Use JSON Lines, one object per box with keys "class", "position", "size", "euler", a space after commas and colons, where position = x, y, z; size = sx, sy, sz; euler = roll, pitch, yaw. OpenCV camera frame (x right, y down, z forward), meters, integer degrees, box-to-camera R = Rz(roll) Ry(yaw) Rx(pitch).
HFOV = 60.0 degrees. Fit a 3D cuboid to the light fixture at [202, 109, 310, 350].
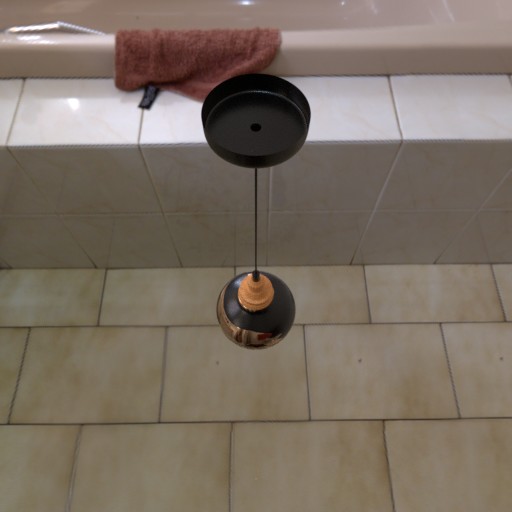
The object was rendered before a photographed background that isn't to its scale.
{"class": "light fixture", "position": [0.000, 0.000, 1.829], "size": [0.430, 1.606, 0.430], "euler": [2, 63, 1]}
